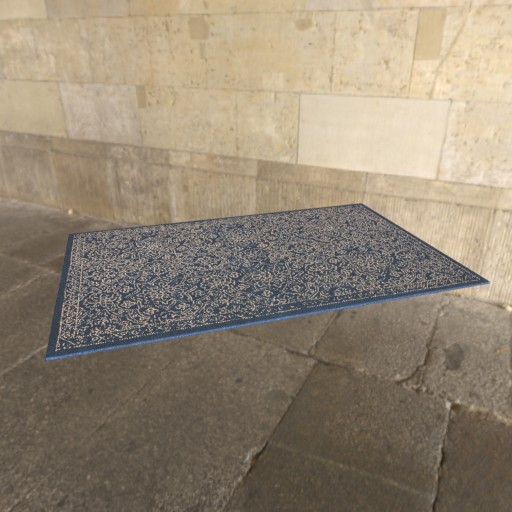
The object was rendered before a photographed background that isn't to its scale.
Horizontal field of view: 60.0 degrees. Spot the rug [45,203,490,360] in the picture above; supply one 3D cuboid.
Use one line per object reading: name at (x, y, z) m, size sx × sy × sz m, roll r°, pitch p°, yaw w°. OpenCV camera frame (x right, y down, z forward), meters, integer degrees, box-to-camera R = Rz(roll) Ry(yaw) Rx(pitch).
rug at (0.000, 0.000, 2.959) m, size 2.441 × 0.015 × 1.526 m, roll -7°, pitch 26°, yaw -15°
